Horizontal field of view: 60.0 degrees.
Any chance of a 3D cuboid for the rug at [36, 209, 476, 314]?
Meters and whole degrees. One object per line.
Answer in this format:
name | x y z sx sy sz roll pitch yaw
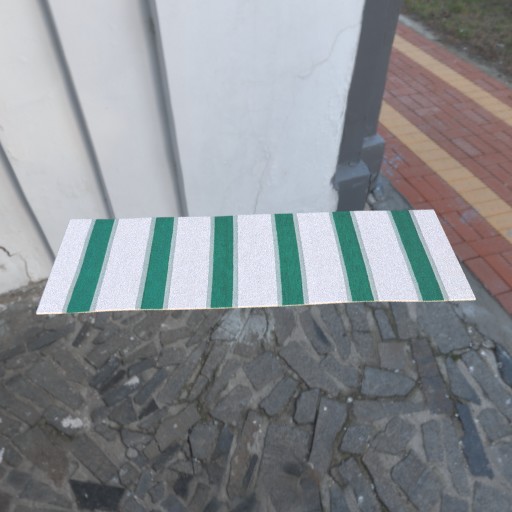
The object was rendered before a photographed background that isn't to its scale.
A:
rug | 0.000 0.000 2.715 2.438 0.012 0.768 -2 47 -2
